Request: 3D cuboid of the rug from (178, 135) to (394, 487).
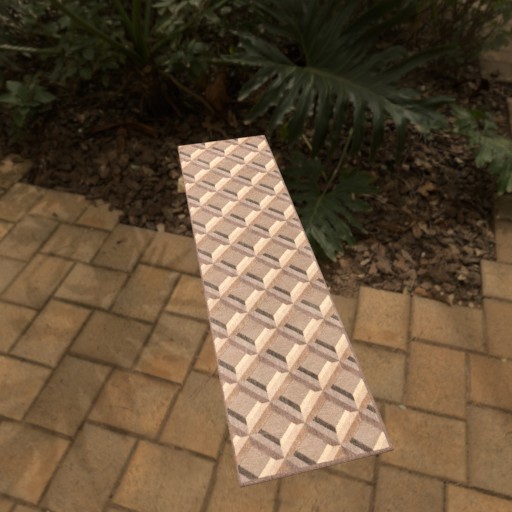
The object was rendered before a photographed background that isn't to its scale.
[{"bbox_3d":[0.000,0.000,2.649,0.685,0.013,2.437,-10,49,-8],"label":"rug"}]
